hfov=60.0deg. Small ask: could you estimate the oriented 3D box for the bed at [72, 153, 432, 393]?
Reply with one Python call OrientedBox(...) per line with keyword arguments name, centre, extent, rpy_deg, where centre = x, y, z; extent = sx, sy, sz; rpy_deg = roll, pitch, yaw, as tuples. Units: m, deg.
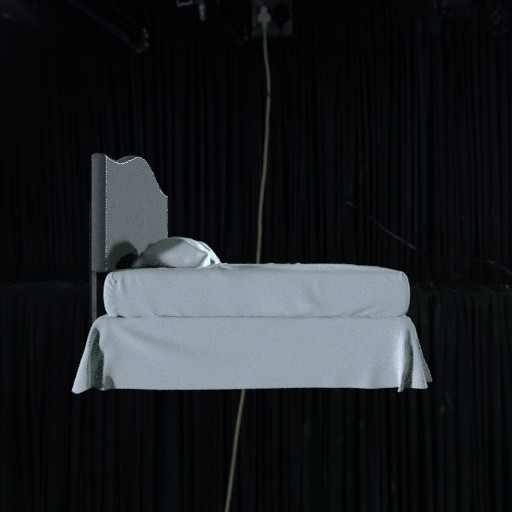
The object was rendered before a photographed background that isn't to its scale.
OrientedBox(name="bed", centre=(0.000, 0.000, 3.784), extent=(2.219, 1.651, 2.314), rpy_deg=(0, 0, 0))
